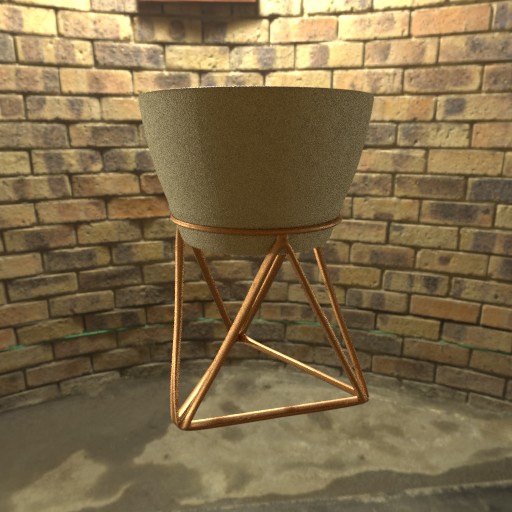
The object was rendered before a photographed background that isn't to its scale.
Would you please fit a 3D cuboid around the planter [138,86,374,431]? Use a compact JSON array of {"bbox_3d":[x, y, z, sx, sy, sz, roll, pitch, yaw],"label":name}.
[{"bbox_3d":[0.000,0.000,0.745,0.350,0.504,0.350,-15,21,-43],"label":"planter"}]
